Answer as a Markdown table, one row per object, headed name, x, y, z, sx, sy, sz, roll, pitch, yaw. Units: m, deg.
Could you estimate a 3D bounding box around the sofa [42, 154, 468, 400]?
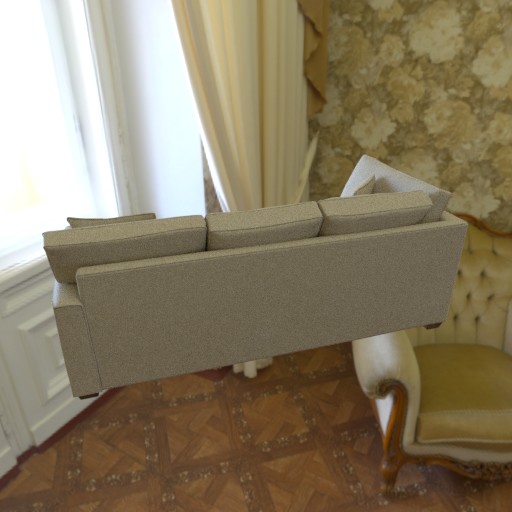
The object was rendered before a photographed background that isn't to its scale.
| name | x | y | z | sx | sy | sz | roll | pitch | yaw |
| --- | --- | --- | --- | --- | --- | --- | --- | --- | --- |
| sofa | 0.000 | 0.000 | 2.862 | 2.323 | 0.948 | 1.053 | -8 | 28 | -15 |
